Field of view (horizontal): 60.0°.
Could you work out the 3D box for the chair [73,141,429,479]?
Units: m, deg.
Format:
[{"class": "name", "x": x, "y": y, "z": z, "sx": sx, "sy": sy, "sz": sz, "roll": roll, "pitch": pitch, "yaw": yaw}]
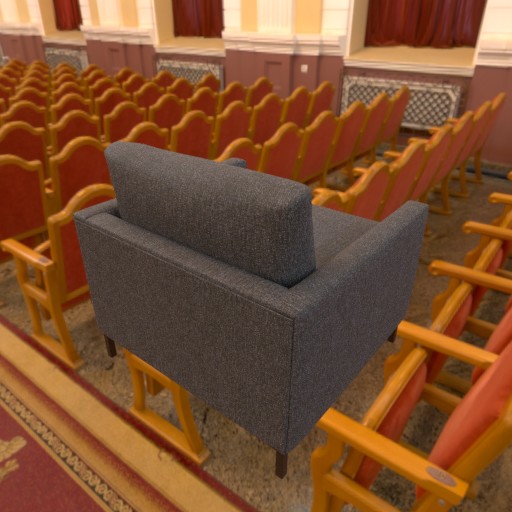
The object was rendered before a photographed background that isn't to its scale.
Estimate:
[{"class": "chair", "x": 0.000, "y": 0.000, "z": 1.642, "sx": 0.963, "sy": 0.861, "sz": 0.866, "roll": 21, "pitch": 35, "yaw": 33}]
